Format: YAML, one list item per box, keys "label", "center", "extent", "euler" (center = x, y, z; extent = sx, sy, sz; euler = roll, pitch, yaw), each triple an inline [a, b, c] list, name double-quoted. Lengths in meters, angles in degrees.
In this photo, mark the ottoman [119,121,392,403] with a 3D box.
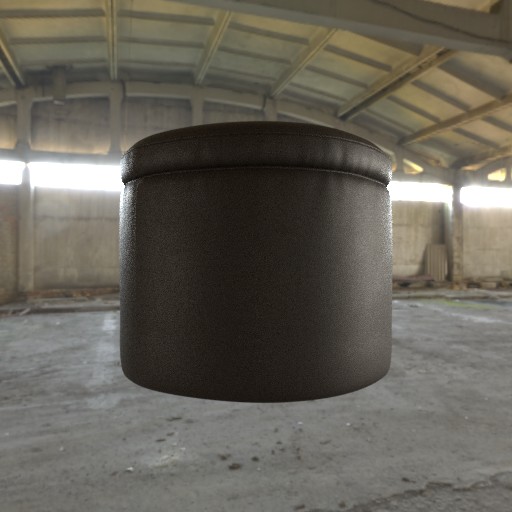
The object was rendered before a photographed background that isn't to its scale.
- label: "ottoman"
  center: [0.000, 0.000, 0.849]
  extent: [0.500, 0.409, 0.500]
  euler: [0, 0, 0]
